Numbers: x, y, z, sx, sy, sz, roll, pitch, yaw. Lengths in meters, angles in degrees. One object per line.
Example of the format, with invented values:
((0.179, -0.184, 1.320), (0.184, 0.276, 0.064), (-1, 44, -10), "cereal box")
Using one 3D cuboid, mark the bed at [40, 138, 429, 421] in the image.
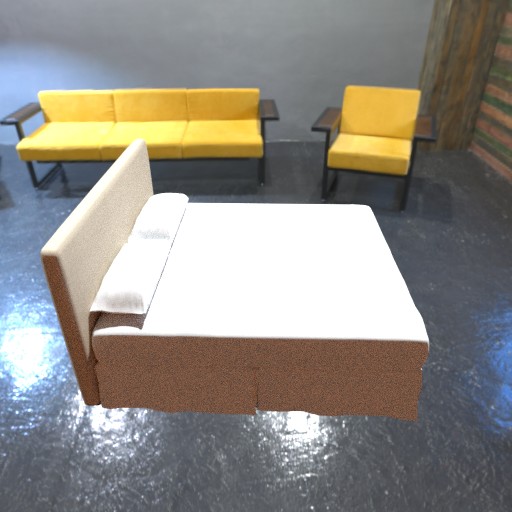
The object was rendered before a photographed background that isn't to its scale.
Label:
((0.000, 0.000, 3.558), (2.319, 1.317, 2.119), (1, 32, 1), "bed")
